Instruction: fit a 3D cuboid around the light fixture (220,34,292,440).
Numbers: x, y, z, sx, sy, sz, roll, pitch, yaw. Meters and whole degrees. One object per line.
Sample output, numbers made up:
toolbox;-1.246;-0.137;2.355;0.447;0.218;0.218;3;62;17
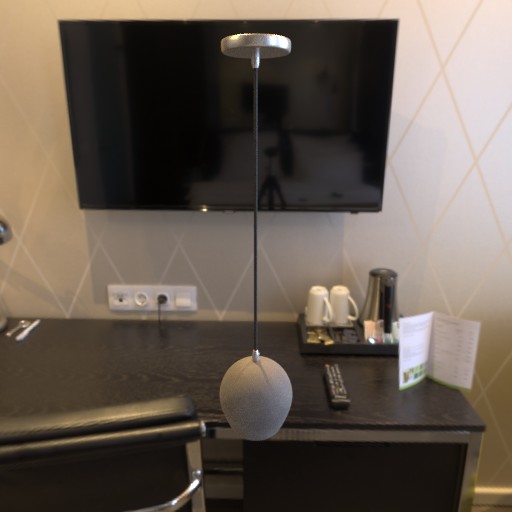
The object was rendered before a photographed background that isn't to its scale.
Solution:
light fixture;0.000;0.000;0.857;0.153;0.760;0.153;-8;17;-27
